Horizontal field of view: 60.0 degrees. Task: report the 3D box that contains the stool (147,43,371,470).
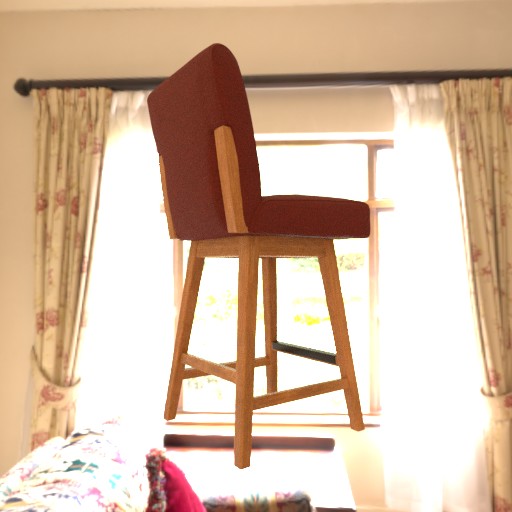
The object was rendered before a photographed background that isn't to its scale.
[{"bbox_3d":[0.000,0.000,1.369,0.562,1.038,0.468,1,-2,-36],"label":"stool"}]
